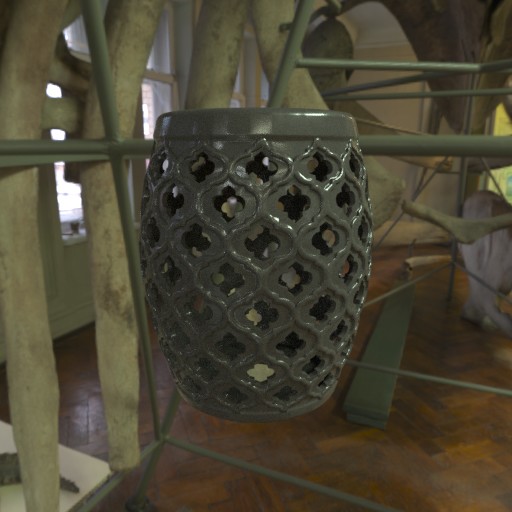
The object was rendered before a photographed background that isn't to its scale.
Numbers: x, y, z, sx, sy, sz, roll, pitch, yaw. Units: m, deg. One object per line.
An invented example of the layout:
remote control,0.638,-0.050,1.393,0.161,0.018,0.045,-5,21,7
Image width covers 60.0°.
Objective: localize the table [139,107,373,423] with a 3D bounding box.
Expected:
table,0.000,0.000,0.640,0.325,0.388,0.325,0,14,0
